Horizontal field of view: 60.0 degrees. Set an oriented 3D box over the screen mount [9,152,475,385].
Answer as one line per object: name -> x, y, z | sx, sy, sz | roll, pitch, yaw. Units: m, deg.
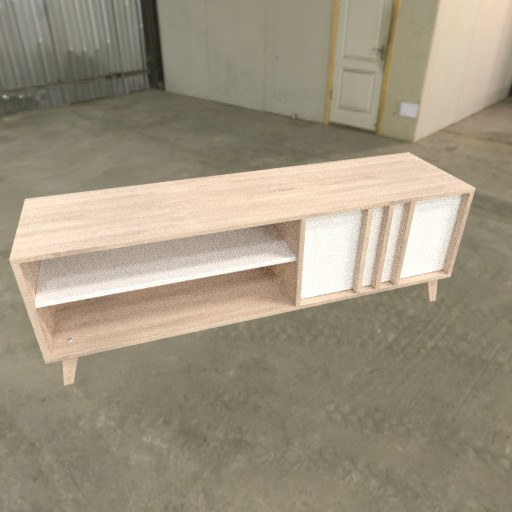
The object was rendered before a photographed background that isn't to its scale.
screen mount -> 0.000, 0.000, 1.661 | 1.500, 0.510, 0.400 | -10, 33, -15
